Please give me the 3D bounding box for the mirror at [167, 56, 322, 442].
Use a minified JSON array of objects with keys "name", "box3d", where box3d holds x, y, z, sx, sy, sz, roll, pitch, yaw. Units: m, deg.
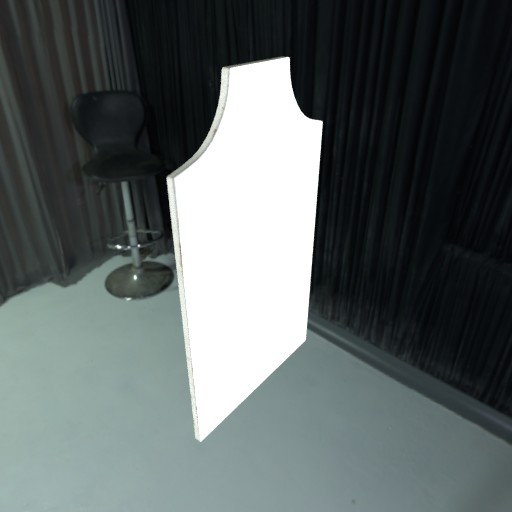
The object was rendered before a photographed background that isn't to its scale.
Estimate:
[{"name":"mirror","box3d":[0.000,0.000,0.885,0.022,0.717,0.403,23,38,32]}]
